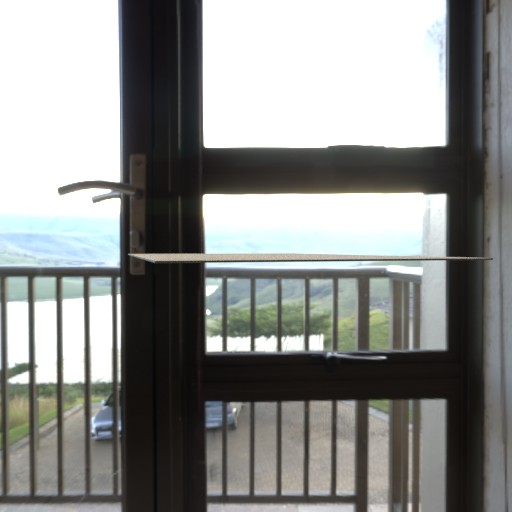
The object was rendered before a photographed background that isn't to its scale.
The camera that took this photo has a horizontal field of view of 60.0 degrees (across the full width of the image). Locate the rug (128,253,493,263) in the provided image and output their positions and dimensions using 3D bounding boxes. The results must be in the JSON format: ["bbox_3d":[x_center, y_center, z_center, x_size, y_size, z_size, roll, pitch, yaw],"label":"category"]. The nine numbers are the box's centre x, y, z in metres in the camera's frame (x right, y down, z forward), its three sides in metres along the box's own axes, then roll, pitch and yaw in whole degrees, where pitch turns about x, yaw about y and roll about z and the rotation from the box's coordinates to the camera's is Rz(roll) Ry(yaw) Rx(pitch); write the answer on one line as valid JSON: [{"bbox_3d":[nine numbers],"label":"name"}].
[{"bbox_3d":[0.000,0.000,2.179,1.142,0.006,1.752,0,1,-18],"label":"rug"}]
